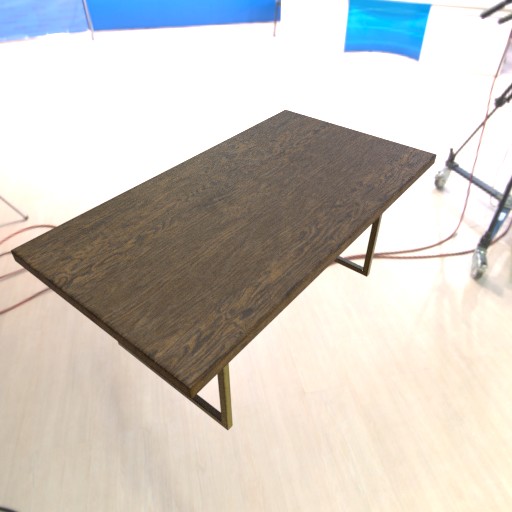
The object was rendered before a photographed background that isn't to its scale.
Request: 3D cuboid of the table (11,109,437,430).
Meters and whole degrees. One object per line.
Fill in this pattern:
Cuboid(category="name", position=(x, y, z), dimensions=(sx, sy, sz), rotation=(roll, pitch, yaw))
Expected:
Cuboid(category="table", position=(0.000, 0.000, 2.468), dimensions=(1.078, 0.795, 1.989), rotation=(27, 47, 29))
